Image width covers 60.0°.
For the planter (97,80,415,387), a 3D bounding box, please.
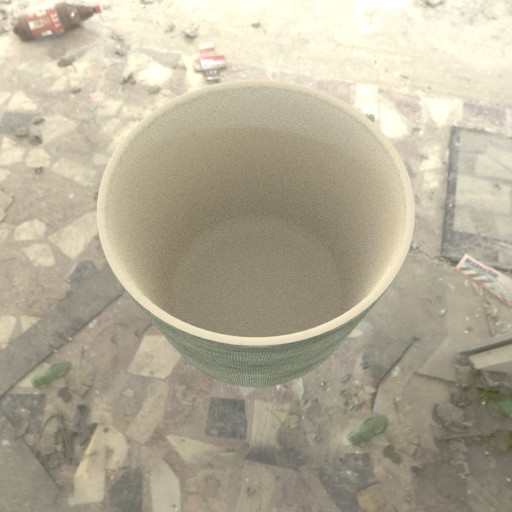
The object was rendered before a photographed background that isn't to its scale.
[{"bbox_3d":[0.000,0.000,0.795,0.440,0.398,0.440,0,63,0],"label":"planter"}]
